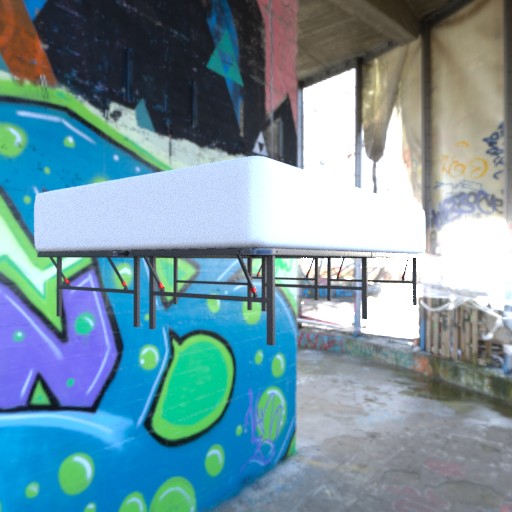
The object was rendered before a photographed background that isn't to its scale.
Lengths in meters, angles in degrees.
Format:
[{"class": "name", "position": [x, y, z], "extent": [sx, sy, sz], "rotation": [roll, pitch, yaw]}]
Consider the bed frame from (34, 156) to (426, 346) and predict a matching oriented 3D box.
[{"class": "bed frame", "position": [0.000, 0.000, 2.756], "extent": [1.528, 0.677, 2.037], "rotation": [0, -1, 36]}]
